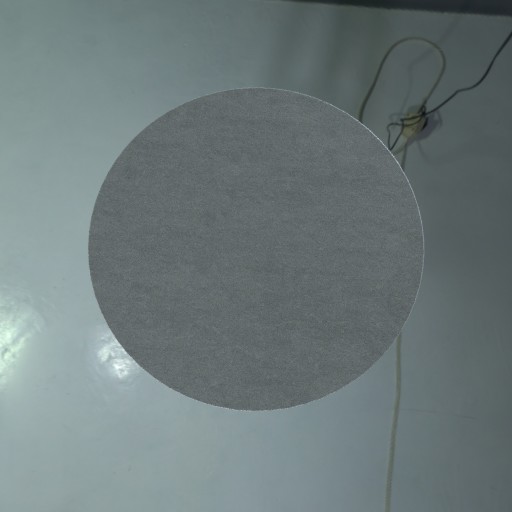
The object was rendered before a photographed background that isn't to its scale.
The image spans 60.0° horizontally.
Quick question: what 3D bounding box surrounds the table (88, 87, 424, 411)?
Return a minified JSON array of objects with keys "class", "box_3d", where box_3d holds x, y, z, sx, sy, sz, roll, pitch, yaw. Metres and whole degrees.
[{"class":"table","box_3d":[0.000,0.000,1.405,0.889,0.470,0.889,0,76,0]}]
